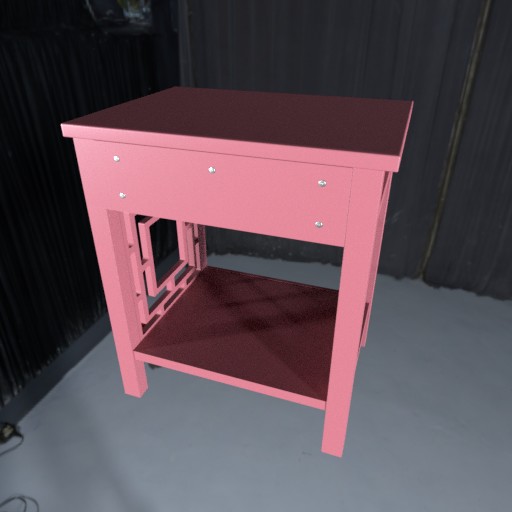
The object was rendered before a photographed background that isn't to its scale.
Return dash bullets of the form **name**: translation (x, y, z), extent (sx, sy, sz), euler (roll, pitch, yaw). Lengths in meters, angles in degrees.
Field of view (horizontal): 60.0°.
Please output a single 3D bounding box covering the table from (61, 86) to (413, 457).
- **table**: translation (0.000, 0.000, 1.078), extent (0.599, 0.686, 0.451), euler (10, 31, 17)
